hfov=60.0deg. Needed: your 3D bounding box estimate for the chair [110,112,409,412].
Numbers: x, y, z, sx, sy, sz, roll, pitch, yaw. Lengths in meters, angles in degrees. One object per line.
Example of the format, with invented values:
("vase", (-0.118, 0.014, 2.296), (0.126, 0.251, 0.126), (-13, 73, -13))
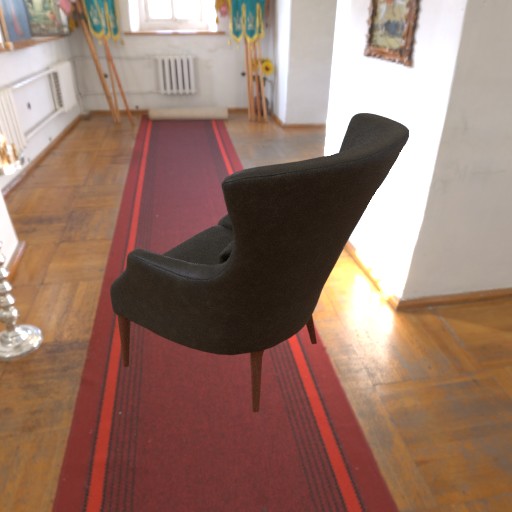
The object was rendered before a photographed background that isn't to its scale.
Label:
("chair", (0.000, 0.000, 1.716), (0.954, 1.068, 0.819), (20, 37, 29))
